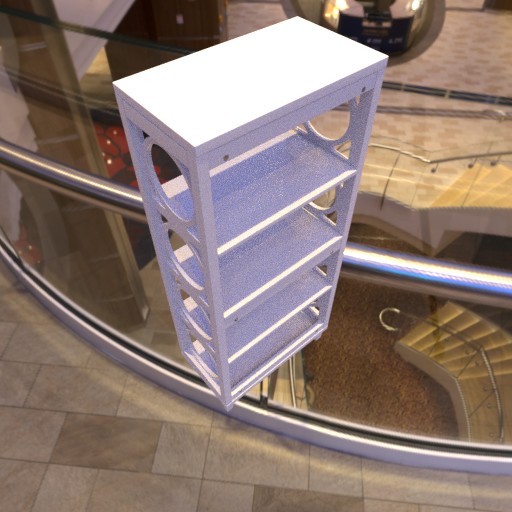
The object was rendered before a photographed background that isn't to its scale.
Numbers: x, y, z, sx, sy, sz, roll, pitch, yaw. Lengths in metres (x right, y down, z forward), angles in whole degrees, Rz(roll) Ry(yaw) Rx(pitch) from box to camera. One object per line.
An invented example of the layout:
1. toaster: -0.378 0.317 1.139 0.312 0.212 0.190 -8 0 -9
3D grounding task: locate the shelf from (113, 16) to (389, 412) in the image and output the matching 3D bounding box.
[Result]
1. shelf: 0.000 0.000 1.628 0.611 1.411 0.340 -33 56 -25
